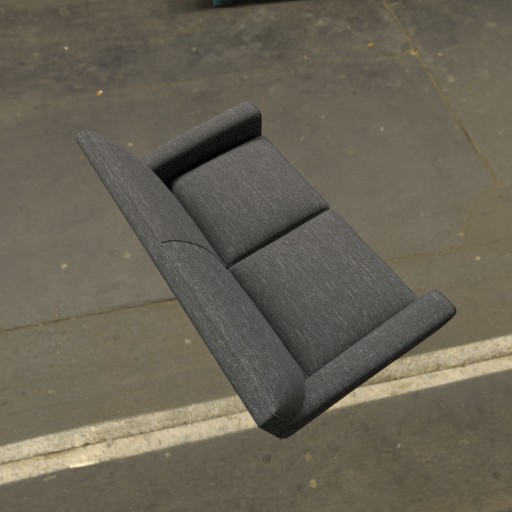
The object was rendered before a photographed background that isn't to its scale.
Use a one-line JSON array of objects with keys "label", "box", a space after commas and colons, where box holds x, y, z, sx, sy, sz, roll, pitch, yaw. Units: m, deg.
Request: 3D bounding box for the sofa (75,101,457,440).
[{"label": "sofa", "box": [0.000, 0.000, 1.968, 0.875, 0.846, 1.420, -30, 63, -17]}]
